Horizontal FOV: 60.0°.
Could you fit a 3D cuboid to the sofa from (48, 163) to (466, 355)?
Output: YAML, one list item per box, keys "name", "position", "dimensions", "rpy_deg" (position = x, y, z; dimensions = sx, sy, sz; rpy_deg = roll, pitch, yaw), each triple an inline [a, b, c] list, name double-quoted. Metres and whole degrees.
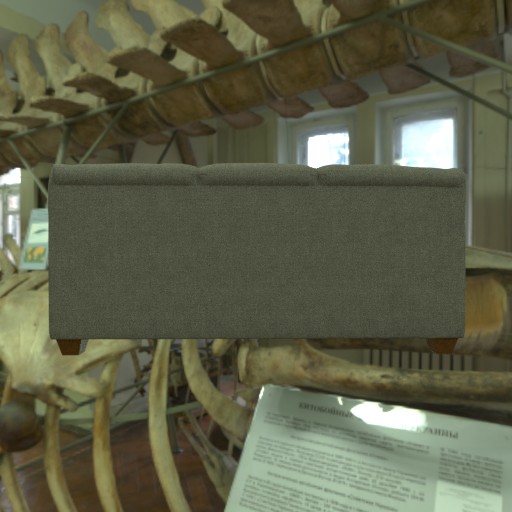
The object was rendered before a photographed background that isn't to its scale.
- name: "sofa"
  position: [0.000, 0.000, 2.600]
  dimensions: [2.024, 0.958, 0.997]
  rpy_deg: [0, 0, -1]
